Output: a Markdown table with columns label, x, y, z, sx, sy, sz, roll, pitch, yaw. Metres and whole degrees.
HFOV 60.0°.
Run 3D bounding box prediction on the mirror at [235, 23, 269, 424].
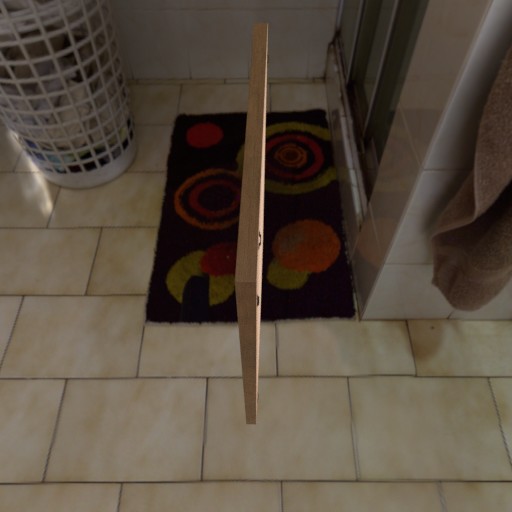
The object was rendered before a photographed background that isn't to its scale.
| label | x | y | z | sx | sy | sz | roll | pitch | yaw |
| --- | --- | --- | --- | --- | --- | --- | --- | --- | --- |
| mirror | 0.000 | 0.000 | 1.352 | 0.040 | 1.016 | 0.762 | 2 | 57 | 1 |
